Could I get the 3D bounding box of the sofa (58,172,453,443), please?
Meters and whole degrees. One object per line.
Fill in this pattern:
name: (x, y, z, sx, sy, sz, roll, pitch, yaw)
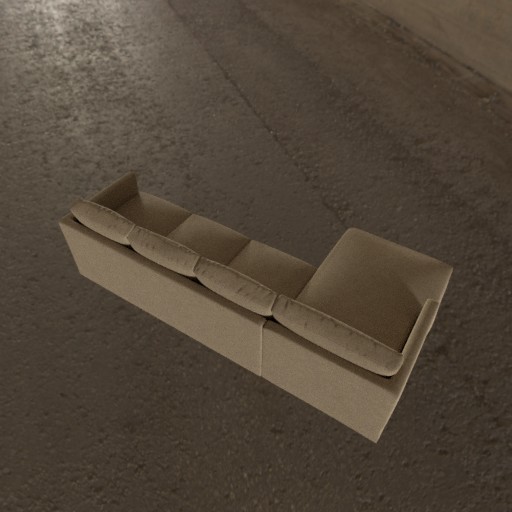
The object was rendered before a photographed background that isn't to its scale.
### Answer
sofa: (0.000, 0.000, 4.050, 3.198, 0.920, 1.638, 24, 50, 22)
